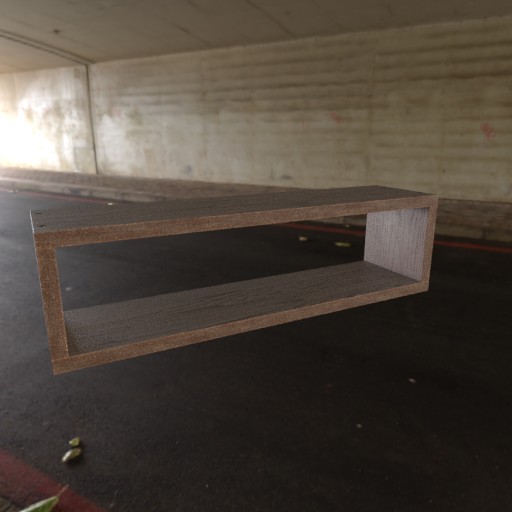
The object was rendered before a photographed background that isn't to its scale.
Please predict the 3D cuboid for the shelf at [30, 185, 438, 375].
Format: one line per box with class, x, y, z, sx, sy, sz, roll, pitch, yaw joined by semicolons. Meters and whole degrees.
shelf;0.000;0.000;0.692;0.610;0.170;0.150;-8;18;-26
